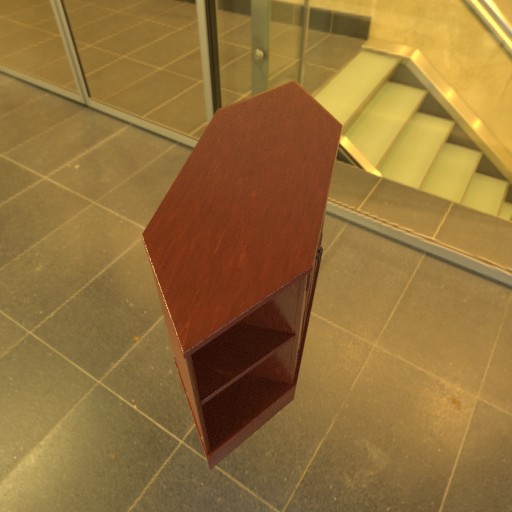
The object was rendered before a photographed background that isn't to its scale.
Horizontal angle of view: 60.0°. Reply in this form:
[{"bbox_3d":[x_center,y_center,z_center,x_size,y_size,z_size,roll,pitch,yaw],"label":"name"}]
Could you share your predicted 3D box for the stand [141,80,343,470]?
[{"bbox_3d":[0.000,0.000,1.345,0.381,0.614,1.072,10,48,9],"label":"stand"}]
